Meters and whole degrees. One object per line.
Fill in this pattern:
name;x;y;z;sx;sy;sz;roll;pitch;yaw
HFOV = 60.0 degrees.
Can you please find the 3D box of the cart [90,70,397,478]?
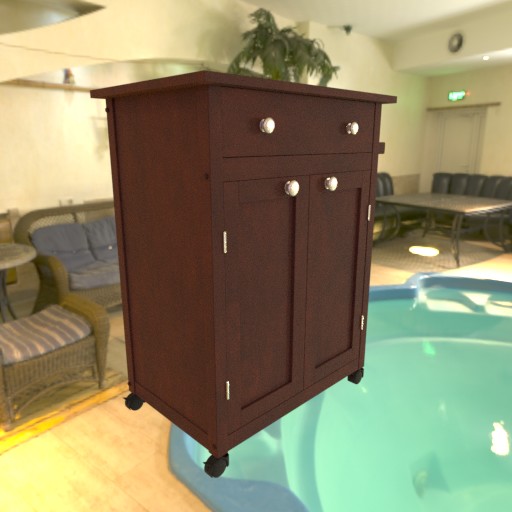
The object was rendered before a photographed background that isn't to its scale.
cart;0.000;0.000;1.251;0.683;0.864;0.442;-14;20;-43
